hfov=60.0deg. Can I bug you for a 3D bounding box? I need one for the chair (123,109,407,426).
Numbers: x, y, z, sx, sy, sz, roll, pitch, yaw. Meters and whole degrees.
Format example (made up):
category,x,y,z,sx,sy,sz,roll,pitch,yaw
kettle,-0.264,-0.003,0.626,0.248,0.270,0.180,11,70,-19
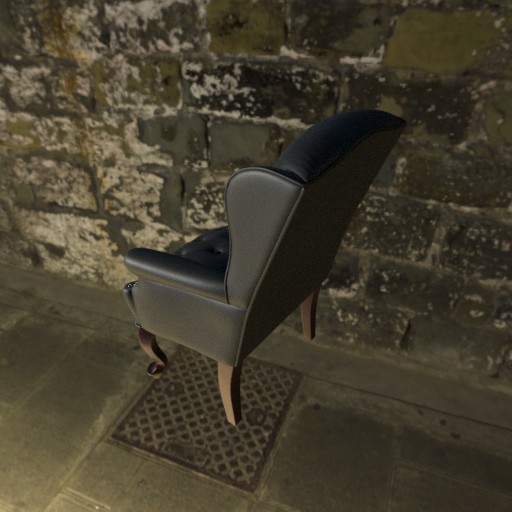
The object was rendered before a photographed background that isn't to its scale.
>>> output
category,x,y,z,sx,sy,sz,roll,pitch,yaw
chair,0.000,0.000,1.653,0.762,1.111,0.838,21,37,30
